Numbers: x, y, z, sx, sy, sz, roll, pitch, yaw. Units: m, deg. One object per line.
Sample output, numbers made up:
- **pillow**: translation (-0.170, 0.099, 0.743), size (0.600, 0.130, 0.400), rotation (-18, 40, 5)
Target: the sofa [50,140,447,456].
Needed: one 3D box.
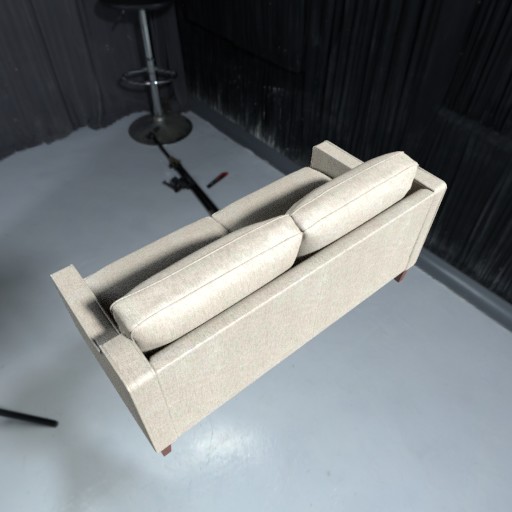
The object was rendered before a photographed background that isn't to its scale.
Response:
- **sofa**: translation (0.000, 0.000, 2.800), size (2.181, 1.074, 1.073), rotation (-31, 54, -26)
